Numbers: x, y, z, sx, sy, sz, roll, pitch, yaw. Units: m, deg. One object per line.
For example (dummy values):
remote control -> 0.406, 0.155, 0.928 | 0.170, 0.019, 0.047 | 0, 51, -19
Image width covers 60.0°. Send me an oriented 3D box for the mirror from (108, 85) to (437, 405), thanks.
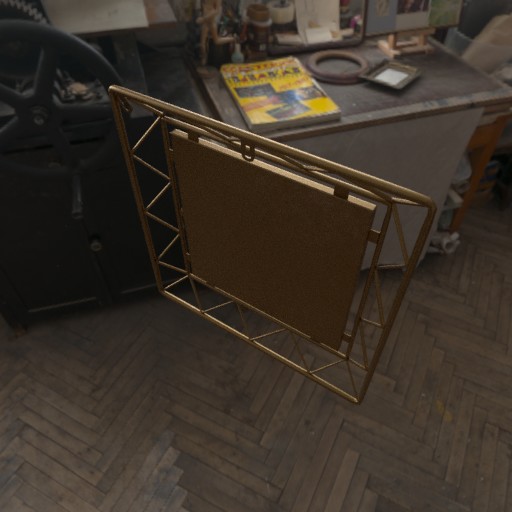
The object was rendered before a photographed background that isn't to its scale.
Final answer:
mirror -> 0.000, 0.000, 0.632 | 0.416, 0.414, 0.046 | 26, 52, 22
